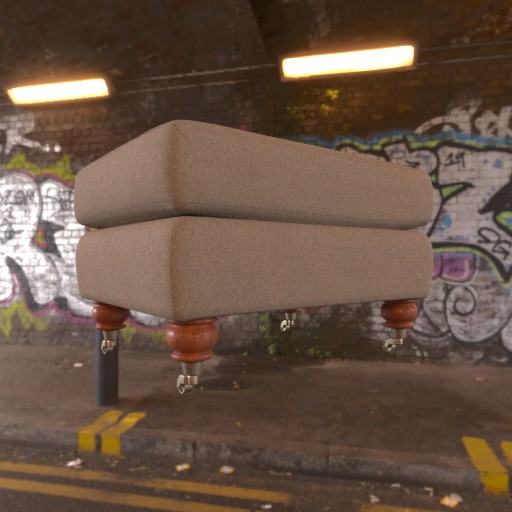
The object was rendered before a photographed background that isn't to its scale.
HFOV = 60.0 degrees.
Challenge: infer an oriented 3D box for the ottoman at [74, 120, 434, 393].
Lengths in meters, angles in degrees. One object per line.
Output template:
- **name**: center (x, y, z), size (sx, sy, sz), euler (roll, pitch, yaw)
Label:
- **ottoman**: center (0.000, 0.000, 1.133), size (0.773, 0.504, 0.569), euler (0, 0, -37)
